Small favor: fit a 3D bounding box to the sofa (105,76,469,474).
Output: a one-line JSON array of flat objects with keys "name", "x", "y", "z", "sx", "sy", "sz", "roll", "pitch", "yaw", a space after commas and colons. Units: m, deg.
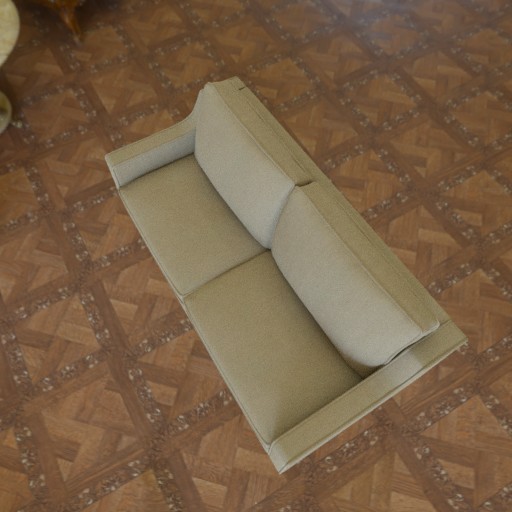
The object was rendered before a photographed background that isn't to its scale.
[{"name": "sofa", "x": 0.000, "y": 0.000, "z": 2.733, "sx": 1.066, "sy": 1.071, "sz": 2.178, "roll": -28, "pitch": 65, "yaw": -15}]
